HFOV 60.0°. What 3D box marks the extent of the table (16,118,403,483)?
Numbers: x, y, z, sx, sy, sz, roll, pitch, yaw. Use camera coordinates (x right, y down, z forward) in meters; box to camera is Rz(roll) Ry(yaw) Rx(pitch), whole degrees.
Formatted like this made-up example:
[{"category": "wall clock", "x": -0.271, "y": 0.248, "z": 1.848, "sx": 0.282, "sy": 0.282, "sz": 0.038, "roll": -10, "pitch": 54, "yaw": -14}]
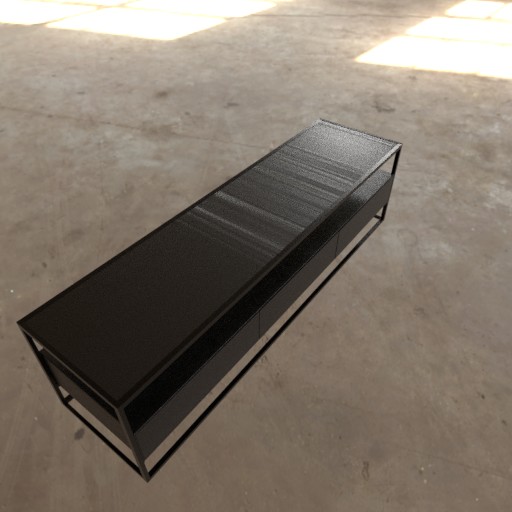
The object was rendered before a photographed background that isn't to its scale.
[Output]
[{"category": "table", "x": 0.000, "y": 0.000, "z": 1.606, "sx": 0.399, "sy": 0.395, "sz": 1.486, "roll": 27, "pitch": 48, "yaw": 27}]
